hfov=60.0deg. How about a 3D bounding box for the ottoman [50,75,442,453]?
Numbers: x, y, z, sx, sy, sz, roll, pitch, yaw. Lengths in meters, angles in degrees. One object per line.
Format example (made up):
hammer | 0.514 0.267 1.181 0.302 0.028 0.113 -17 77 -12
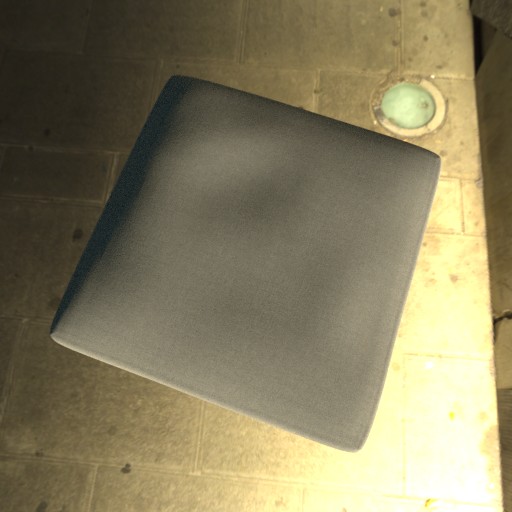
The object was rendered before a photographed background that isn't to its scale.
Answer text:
ottoman | 0.000 0.000 1.318 0.840 0.436 0.843 19 76 5
